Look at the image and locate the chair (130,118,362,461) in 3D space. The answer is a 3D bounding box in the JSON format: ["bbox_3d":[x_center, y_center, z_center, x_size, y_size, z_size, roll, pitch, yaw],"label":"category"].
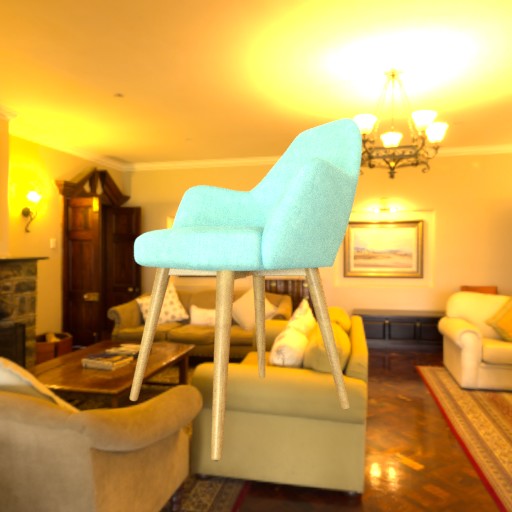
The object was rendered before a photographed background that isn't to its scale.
[{"bbox_3d":[0.000,0.000,1.257,0.610,0.840,0.590,0,1,-36],"label":"chair"}]
